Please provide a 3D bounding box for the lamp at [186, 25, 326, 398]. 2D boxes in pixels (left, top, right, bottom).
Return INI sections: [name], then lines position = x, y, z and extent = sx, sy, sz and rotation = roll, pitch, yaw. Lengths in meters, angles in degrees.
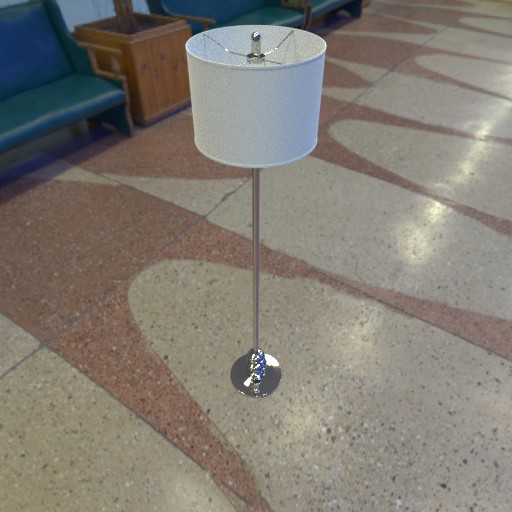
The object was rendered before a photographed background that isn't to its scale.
[lamp]
position = 0.000, 0.000, 1.599
extent = 0.356, 1.487, 0.356
rotation = 26, 47, 27
